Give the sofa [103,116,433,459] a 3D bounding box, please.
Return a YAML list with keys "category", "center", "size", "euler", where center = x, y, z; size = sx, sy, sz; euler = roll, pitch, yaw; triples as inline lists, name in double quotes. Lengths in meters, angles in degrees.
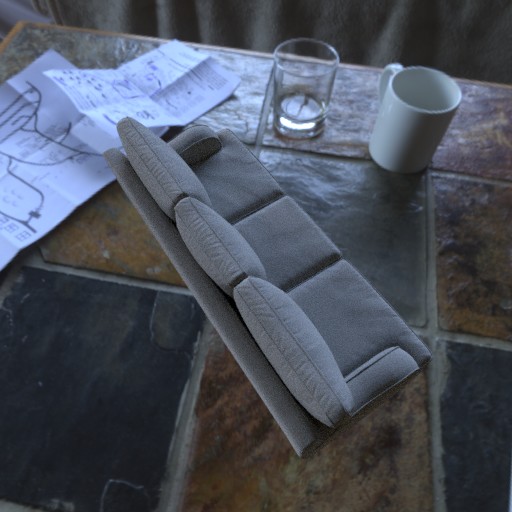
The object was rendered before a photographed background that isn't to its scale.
- category: "sofa"
  center: [0.000, 0.000, 2.907]
  size: [1.016, 0.997, 2.323]
  euler: [-30, 63, -17]
